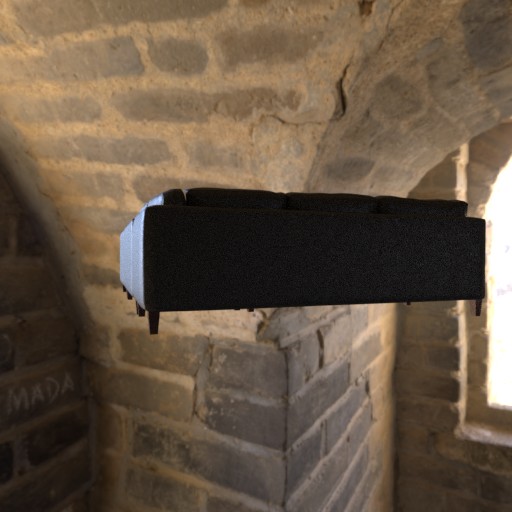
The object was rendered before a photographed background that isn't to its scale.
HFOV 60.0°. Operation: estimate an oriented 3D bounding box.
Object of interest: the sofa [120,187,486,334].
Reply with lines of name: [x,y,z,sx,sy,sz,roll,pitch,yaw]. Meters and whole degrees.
sofa: [0.000,0.000,4.575,2.593,0.923,3.460,0,0,-19]
